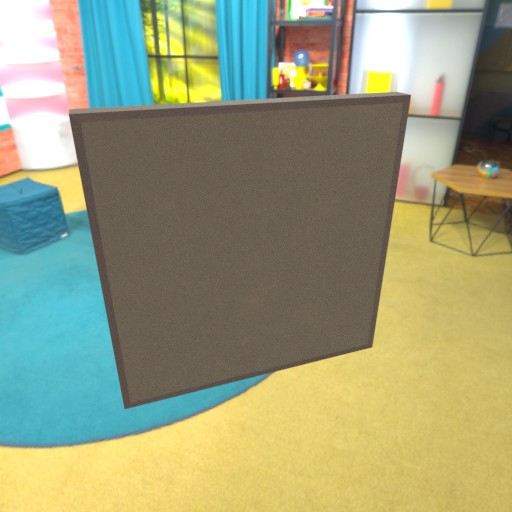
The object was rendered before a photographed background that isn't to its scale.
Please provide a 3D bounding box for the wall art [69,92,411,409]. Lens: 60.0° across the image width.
[{"bbox_3d":[0.000,0.000,0.760,0.508,0.506,0.038,-9,29,-17],"label":"wall art"}]
